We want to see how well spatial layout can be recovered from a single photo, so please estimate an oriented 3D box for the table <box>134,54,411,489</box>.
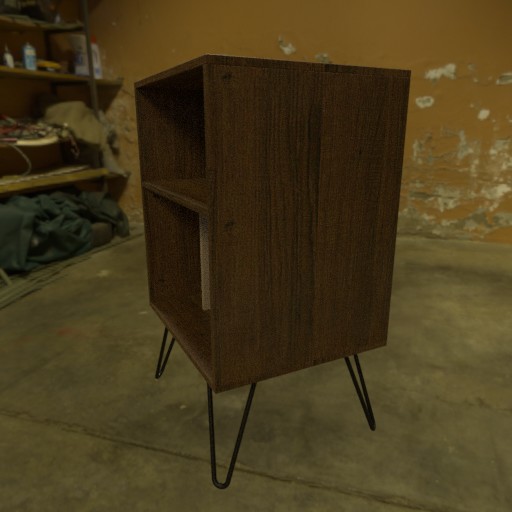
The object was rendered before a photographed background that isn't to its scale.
[{"bbox_3d":[0.000,0.000,1.150,0.457,0.866,0.526,-8,18,-26],"label":"table"}]
